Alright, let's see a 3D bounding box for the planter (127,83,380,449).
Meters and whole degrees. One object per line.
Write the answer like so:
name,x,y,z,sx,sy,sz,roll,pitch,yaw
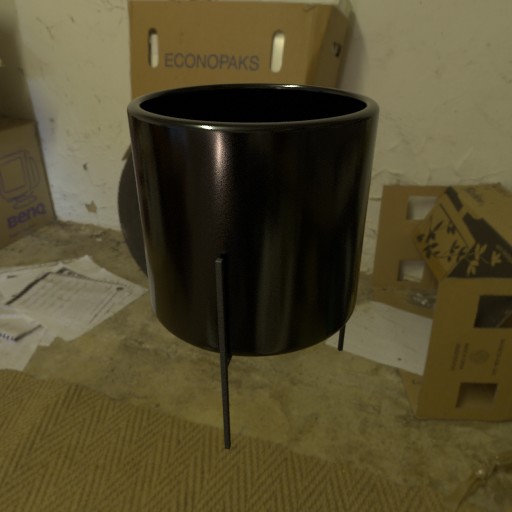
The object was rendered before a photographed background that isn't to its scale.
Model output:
planter,0.000,0.000,0.639,0.310,0.432,0.310,-1,29,-2
